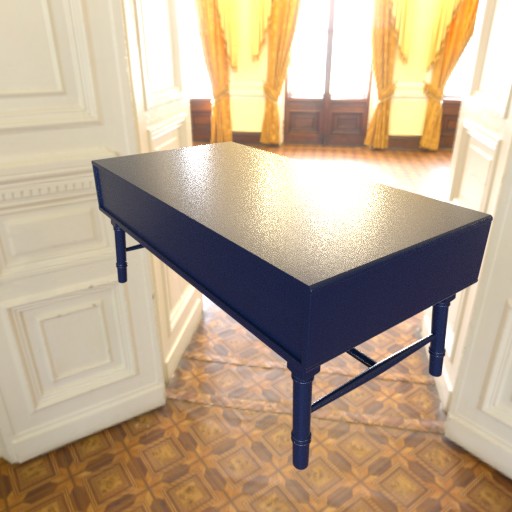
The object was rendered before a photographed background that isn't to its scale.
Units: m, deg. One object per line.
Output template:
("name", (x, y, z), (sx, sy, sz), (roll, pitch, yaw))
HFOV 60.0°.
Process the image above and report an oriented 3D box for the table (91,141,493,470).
("table", (0.000, 0.000, 1.330), (0.572, 0.457, 1.067), (-17, 30, -32))
